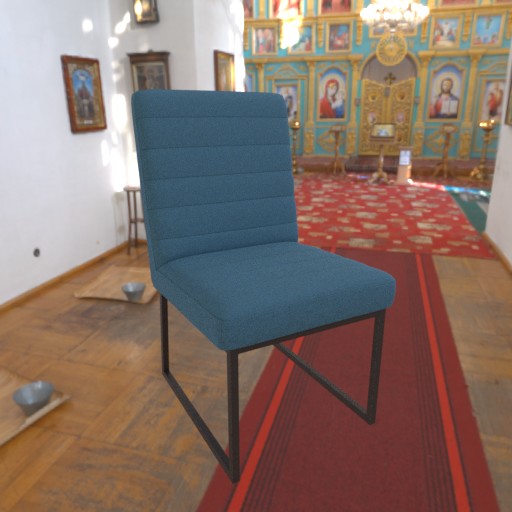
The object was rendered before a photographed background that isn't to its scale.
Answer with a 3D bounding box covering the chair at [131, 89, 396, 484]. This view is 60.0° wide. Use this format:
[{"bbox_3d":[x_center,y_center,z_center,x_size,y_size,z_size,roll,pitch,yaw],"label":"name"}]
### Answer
[{"bbox_3d":[0.000,0.000,1.295,0.520,0.930,0.634,-9,20,-28],"label":"chair"}]
